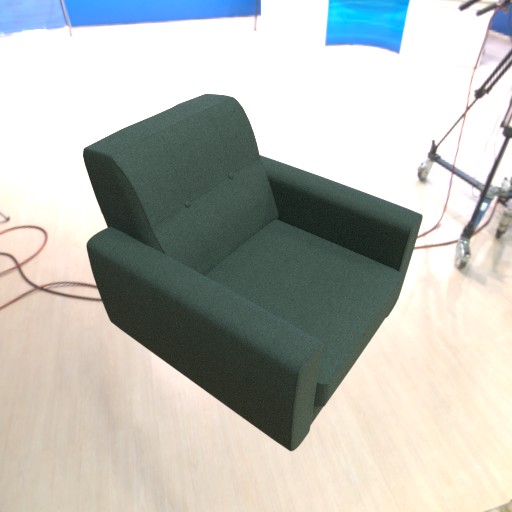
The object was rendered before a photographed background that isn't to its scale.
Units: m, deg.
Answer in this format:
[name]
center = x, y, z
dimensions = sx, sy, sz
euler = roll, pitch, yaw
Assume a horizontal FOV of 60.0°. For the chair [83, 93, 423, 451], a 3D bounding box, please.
[chair]
center = 0.000, 0.000, 1.573
dimensions = 0.909, 0.841, 0.831
euler = 26, 47, 27
